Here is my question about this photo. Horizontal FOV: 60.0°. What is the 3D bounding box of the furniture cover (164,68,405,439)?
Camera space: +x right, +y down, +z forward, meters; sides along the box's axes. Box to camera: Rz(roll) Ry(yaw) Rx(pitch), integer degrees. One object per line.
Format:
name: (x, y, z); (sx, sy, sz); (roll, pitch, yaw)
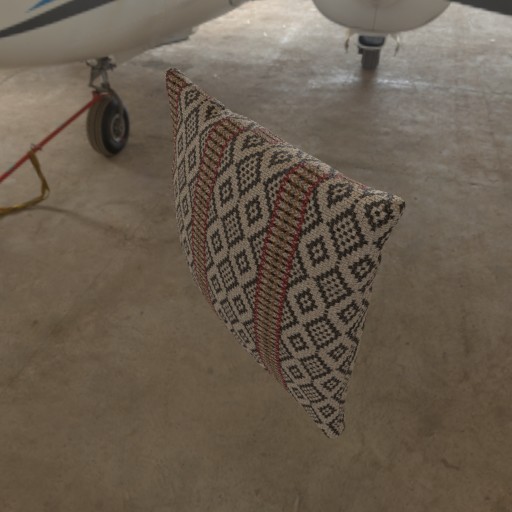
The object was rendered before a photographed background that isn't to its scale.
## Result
furniture cover: (0.000, 0.000, 0.771); (0.182, 0.506, 0.503); (-26, 48, -26)
